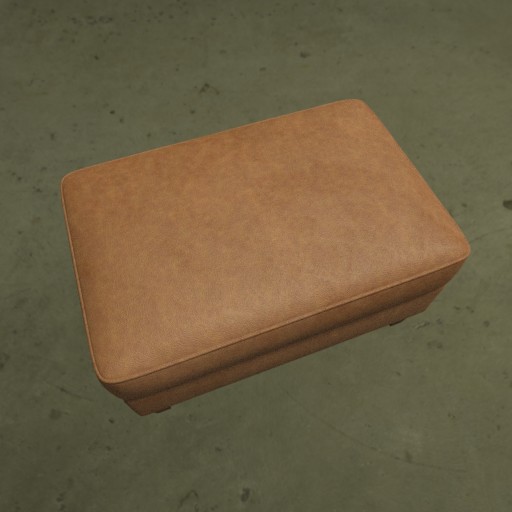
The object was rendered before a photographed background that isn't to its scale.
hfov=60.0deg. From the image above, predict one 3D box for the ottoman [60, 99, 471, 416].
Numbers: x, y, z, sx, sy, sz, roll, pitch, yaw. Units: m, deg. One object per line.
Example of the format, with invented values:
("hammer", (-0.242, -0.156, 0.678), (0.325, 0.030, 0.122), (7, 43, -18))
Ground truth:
("ottoman", (0.000, 0.000, 1.198), (0.864, 0.483, 0.584), (-18, 61, -10))
